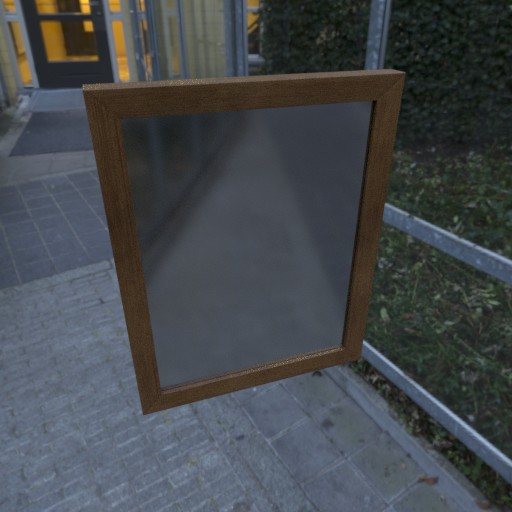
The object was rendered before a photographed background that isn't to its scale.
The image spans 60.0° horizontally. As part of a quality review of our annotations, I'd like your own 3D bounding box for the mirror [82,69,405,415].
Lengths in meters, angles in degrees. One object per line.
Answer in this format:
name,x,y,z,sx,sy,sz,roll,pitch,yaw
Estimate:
mirror,0.000,0.000,0.673,0.405,0.508,0.041,-10,31,-16
